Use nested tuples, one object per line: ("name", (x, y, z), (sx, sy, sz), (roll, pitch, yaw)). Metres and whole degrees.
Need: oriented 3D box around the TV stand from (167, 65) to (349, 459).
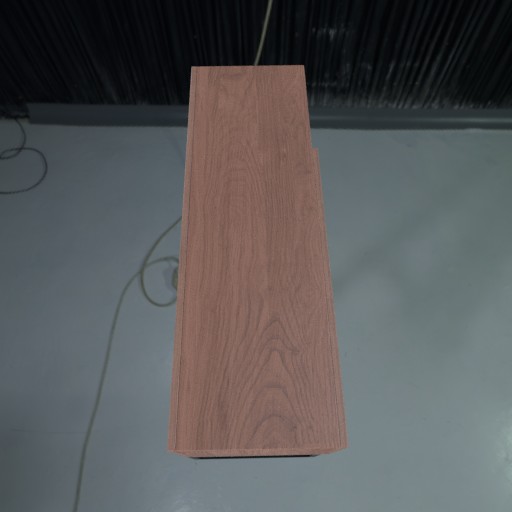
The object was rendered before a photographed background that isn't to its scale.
("TV stand", (0.000, 0.000, 1.466), (0.415, 0.500, 1.200), (-1, 63, 0))
